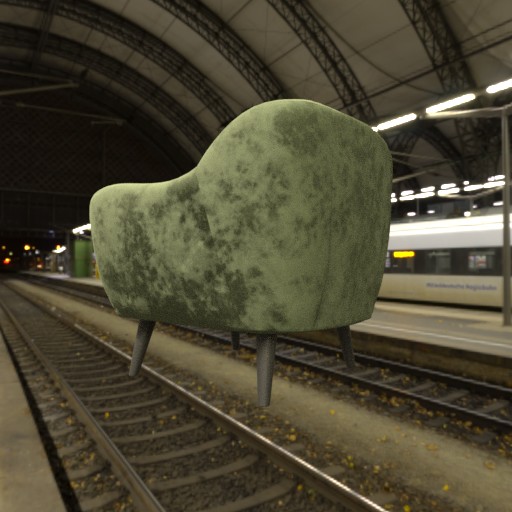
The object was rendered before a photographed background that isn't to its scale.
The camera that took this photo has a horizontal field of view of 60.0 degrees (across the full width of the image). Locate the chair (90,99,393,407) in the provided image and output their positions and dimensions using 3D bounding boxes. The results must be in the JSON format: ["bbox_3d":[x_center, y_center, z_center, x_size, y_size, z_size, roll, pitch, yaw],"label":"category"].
[{"bbox_3d":[0.000,0.000,1.537,0.819,0.804,0.840,-1,-1,36],"label":"chair"}]
